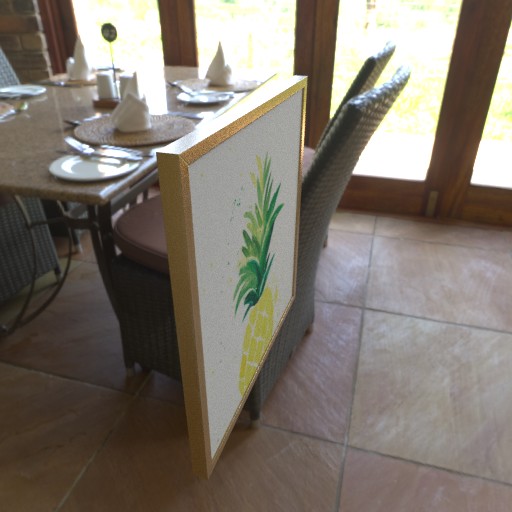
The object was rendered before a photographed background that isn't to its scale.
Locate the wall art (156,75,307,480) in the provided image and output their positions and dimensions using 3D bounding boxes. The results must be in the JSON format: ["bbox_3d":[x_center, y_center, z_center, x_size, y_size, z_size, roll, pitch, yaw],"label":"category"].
[{"bbox_3d":[0.000,0.000,1.135,0.037,0.760,0.762,10,32,17],"label":"wall art"}]
